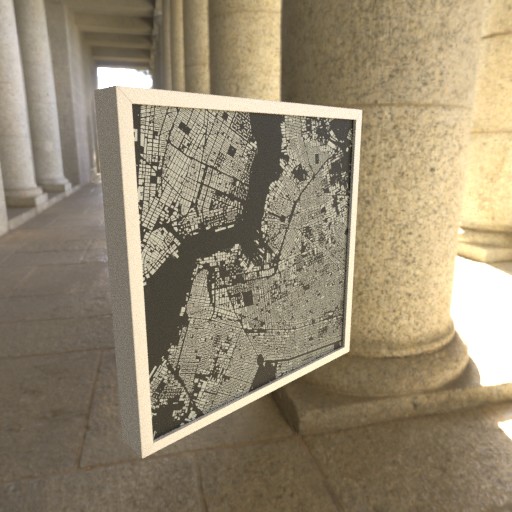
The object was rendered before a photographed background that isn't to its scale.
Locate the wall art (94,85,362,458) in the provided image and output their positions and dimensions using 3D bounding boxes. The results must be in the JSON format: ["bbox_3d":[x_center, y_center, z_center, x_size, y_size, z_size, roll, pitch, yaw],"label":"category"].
[{"bbox_3d":[0.000,0.000,0.462,0.305,0.305,0.037,-13,19,-42],"label":"wall art"}]
